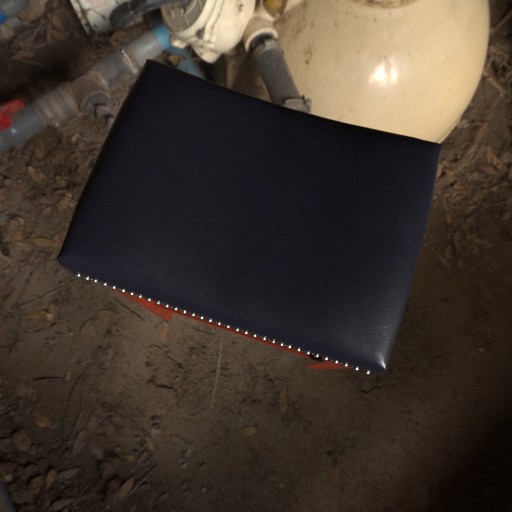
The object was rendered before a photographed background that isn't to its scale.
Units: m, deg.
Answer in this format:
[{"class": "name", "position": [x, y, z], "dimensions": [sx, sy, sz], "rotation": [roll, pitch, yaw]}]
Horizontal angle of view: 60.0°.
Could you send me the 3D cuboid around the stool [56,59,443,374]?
[{"class": "stool", "position": [0.000, 0.000, 0.990], "dimensions": [0.504, 0.742, 0.372], "rotation": [18, 77, 4]}]
